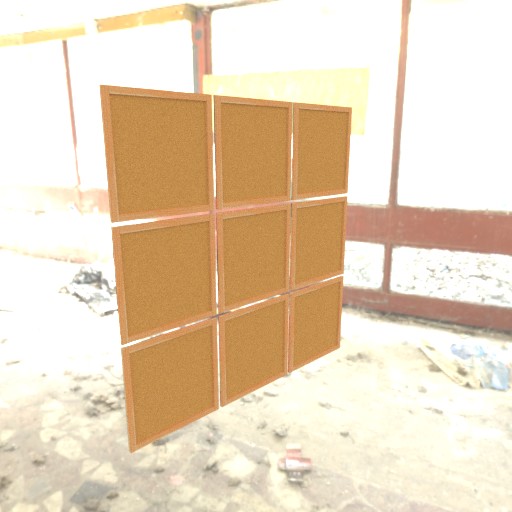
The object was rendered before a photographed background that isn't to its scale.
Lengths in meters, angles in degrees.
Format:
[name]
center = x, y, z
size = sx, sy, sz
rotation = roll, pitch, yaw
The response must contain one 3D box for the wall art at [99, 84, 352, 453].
[wall art]
center = 0.000, 0.000, 1.815
size = 1.216, 1.220, 0.013
rotation = -13, 19, -41
